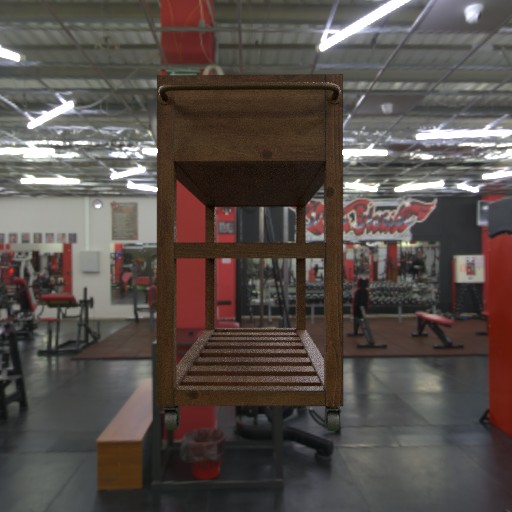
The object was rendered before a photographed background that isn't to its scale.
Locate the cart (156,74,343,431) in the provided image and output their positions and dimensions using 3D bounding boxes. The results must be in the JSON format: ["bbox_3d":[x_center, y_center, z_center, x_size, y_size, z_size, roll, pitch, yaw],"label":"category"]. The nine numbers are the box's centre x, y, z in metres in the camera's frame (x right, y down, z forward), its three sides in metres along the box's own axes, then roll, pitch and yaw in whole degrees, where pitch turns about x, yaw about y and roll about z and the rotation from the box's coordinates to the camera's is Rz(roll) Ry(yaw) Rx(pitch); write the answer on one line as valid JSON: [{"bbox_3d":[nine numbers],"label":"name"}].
[{"bbox_3d":[0.000,0.000,1.475,0.445,0.830,1.065,0,0,1],"label":"cart"}]
